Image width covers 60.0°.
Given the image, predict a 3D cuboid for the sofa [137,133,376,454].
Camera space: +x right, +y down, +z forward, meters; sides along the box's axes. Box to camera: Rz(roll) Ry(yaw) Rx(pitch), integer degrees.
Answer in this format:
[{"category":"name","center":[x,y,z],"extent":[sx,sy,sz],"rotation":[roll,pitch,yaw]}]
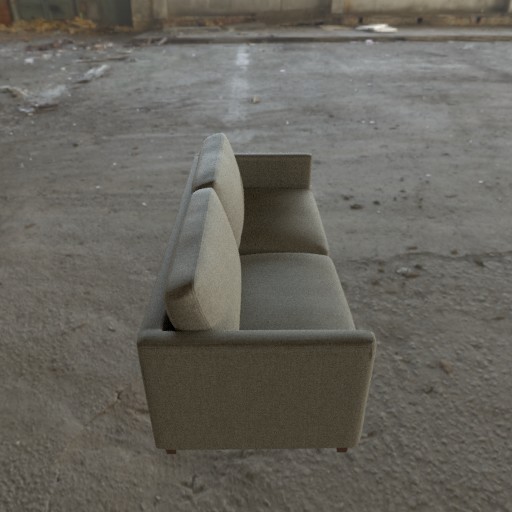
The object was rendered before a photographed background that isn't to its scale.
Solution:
[{"category":"sofa","center":[0.000,0.000,2.729],"extent":[0.956,0.960,2.208],"rotation":[0,32,-1]}]
